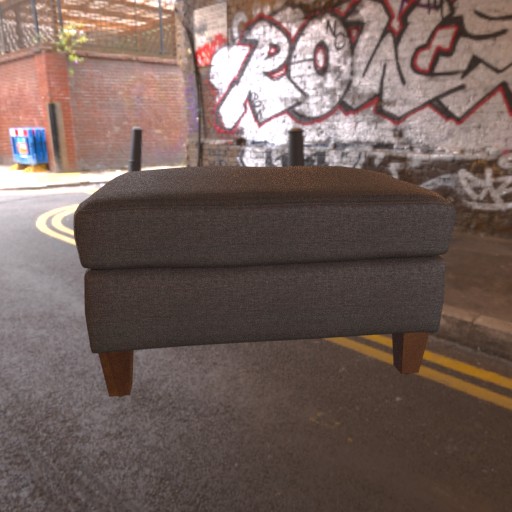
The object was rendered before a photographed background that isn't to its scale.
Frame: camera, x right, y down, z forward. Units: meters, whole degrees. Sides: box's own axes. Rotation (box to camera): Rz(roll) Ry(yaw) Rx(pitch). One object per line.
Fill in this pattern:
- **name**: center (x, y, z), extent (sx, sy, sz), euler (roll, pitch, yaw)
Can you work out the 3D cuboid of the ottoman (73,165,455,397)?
- **ottoman**: center (0.000, 0.000, 1.254), extent (0.826, 0.496, 0.639), euler (-2, 16, -8)
